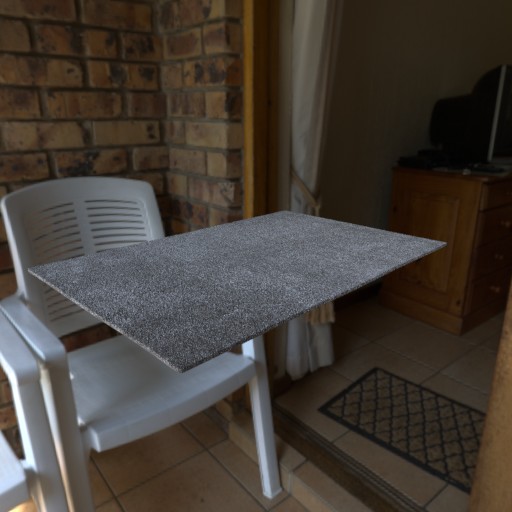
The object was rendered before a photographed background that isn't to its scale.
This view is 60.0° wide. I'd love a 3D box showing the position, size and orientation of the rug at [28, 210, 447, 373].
[{"bbox_3d":[0.000,0.000,3.384,2.699,0.026,1.802,-17,25,-42],"label":"rug"}]
